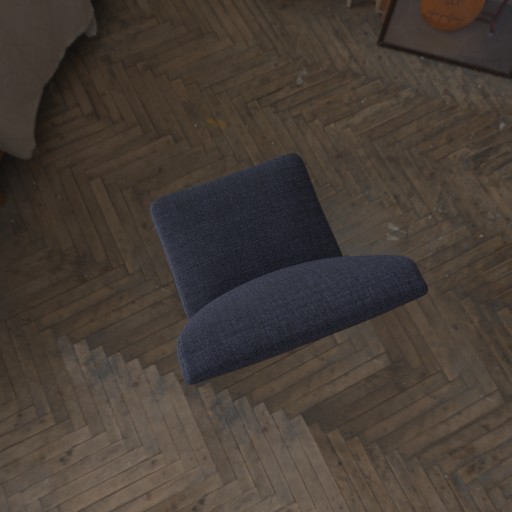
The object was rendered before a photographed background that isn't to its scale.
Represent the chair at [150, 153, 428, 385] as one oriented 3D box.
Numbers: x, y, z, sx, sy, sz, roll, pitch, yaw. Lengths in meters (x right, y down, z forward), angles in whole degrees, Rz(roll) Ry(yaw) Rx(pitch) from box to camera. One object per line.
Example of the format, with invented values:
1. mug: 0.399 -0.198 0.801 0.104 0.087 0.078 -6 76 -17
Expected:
1. chair: 0.000 0.000 1.287 0.507 0.911 0.586 -20 76 -5
